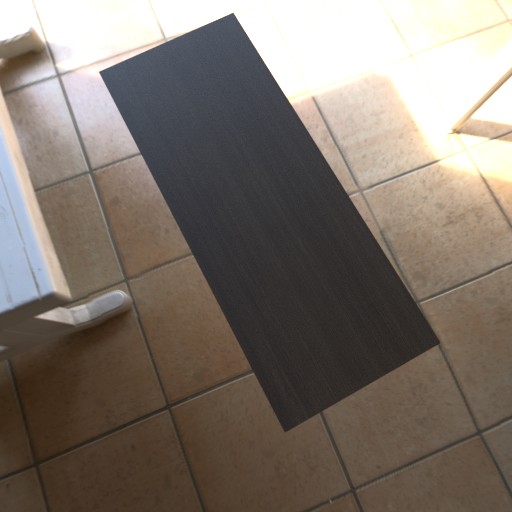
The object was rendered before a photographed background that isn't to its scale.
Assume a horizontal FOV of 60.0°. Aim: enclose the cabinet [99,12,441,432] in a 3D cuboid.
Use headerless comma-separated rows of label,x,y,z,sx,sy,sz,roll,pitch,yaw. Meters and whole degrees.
cabinet,0.000,0.000,1.647,0.400,1.170,1.010,-27,77,-7
